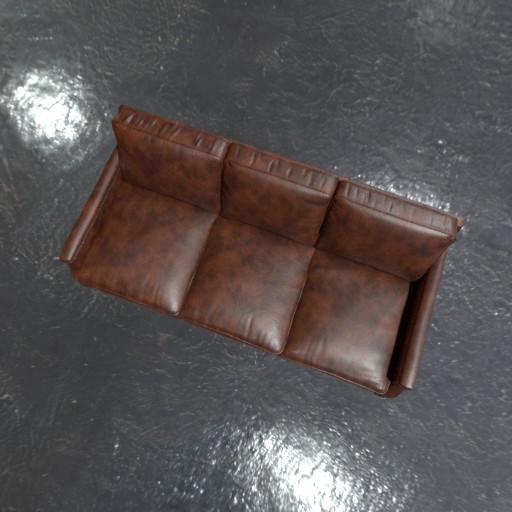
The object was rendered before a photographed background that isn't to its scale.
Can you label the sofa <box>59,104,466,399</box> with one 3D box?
[{"bbox_3d":[0.000,0.000,2.819,2.240,1.003,1.084,20,76,5],"label":"sofa"}]
